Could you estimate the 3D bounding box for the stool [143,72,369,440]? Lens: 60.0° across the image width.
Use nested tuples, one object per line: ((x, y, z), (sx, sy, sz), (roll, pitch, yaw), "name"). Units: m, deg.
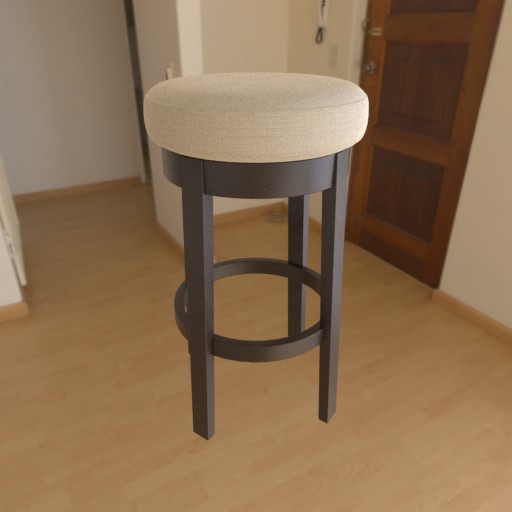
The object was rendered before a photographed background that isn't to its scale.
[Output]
((0.000, 0.000, 1.012), (0.446, 0.758, 0.446), (0, 27, 0), "stool")
